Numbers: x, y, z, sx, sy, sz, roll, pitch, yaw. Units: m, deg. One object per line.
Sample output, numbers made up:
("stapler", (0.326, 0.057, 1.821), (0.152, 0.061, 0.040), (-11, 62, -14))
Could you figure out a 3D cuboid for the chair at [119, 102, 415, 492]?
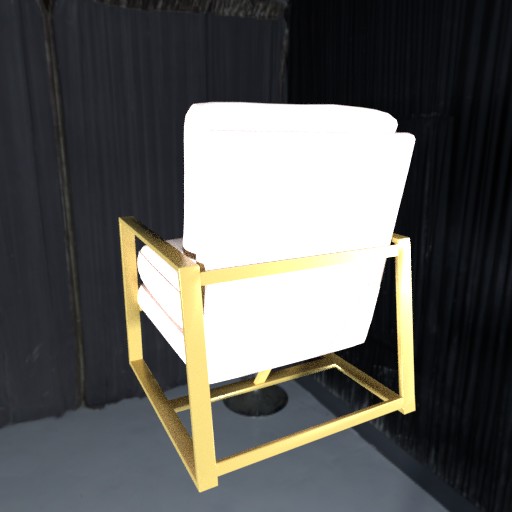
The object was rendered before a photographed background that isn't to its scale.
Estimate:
("chair", (0.000, 0.000, 1.515), (0.758, 0.956, 0.813), (-7, 16, -27))
